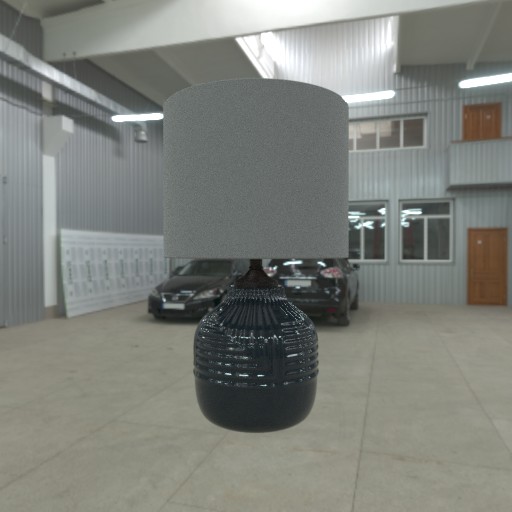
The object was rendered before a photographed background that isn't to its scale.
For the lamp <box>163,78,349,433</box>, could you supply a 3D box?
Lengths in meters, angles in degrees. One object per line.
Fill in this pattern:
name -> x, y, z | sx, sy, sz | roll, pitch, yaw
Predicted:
lamp -> 0.000, 0.000, 0.777 | 0.318, 0.567, 0.318 | 0, 1, 0
